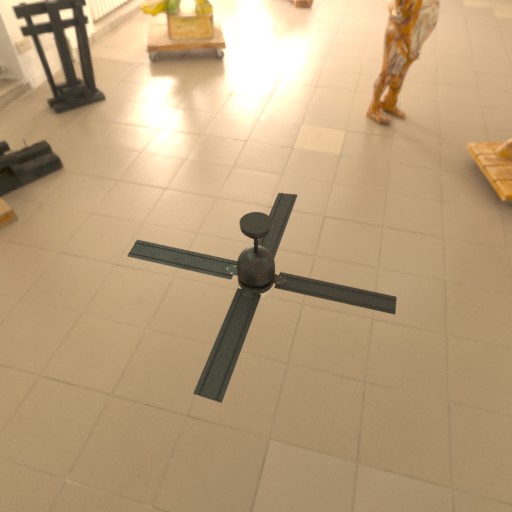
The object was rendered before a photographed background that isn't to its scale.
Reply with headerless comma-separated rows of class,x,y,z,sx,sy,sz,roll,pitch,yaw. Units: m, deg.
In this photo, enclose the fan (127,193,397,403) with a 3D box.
fan,0.000,0.000,2.038,1.319,0.410,1.319,11,47,10
